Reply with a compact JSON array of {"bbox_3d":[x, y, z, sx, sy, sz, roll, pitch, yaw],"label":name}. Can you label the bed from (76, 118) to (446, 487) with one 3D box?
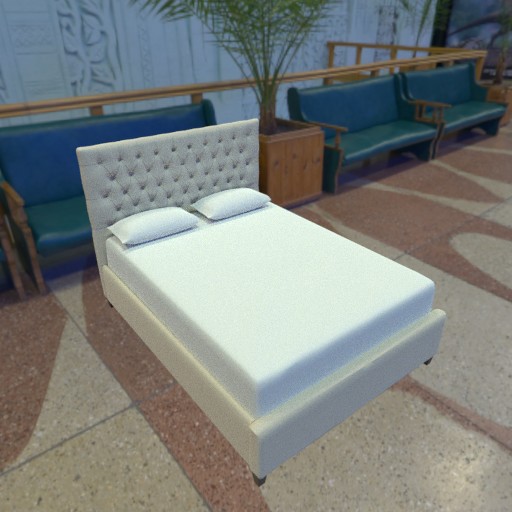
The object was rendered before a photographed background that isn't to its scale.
[{"bbox_3d":[0.000,0.000,3.290,1.696,1.426,2.233,-20,35,-32],"label":"bed"}]
